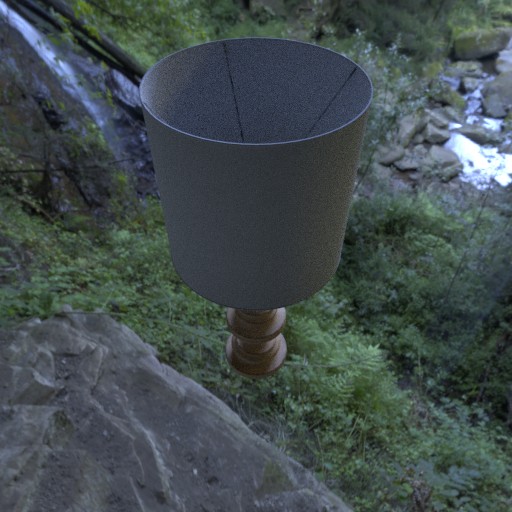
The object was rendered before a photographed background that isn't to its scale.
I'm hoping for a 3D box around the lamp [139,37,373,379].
[{"bbox_3d":[0.000,0.000,0.565,0.208,0.455,0.208,-31,54,-26],"label":"lamp"}]
